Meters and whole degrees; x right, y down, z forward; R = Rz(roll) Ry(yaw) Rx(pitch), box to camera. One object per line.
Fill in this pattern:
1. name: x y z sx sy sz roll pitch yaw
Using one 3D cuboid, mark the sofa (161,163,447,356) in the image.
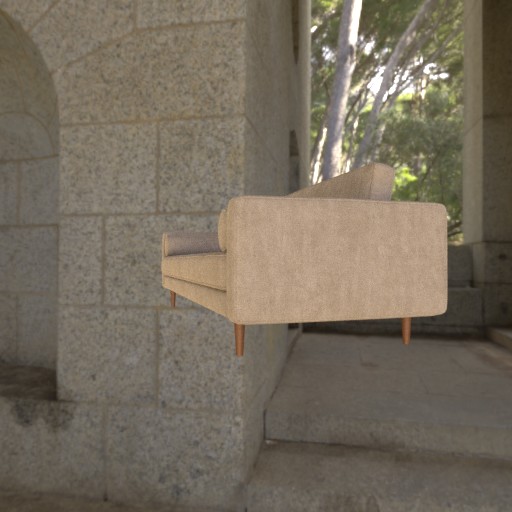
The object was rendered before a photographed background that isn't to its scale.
1. sofa: 0.000 0.000 2.668 0.919 0.770 2.200 0 -1 -18
